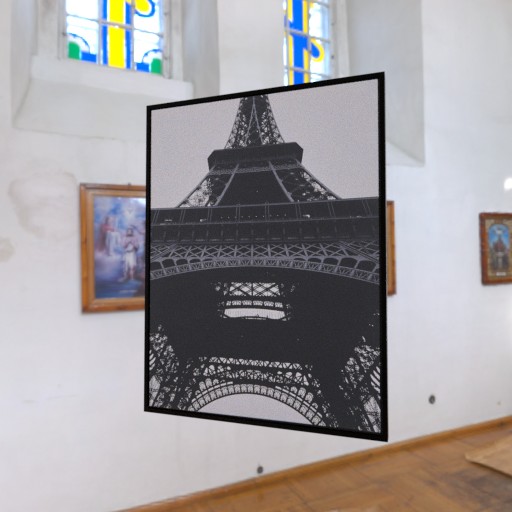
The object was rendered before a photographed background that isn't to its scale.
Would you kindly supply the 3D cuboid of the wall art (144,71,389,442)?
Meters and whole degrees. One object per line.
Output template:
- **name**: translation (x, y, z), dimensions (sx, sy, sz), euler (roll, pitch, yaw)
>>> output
- **wall art**: translation (0.000, 0.000, 1.421), dimensions (0.805, 1.062, 0.040), euler (-1, -2, 20)
